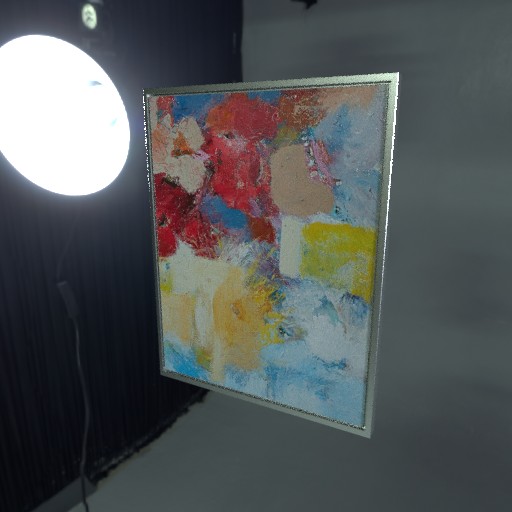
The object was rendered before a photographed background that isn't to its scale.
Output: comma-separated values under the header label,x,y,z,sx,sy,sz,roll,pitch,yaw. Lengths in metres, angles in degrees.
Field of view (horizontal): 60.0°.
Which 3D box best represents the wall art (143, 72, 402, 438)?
label,x,y,z,sx,sy,sz,roll,pitch,yaw
wall art,0.000,0.000,0.776,0.444,0.569,0.025,8,17,27
